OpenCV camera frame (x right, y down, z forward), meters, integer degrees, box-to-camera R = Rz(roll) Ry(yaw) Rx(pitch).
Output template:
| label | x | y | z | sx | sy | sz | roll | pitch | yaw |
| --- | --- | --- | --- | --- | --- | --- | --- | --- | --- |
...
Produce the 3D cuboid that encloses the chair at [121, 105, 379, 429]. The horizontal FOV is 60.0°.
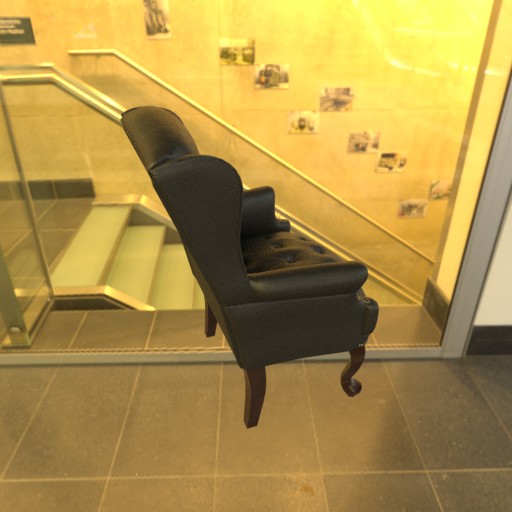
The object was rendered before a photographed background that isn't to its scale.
| label | x | y | z | sx | sy | sz | roll | pitch | yaw |
| --- | --- | --- | --- | --- | --- | --- | --- | --- | --- |
| chair | 0.000 | 0.000 | 1.711 | 0.822 | 1.133 | 0.831 | -11 | 31 | -18 |
